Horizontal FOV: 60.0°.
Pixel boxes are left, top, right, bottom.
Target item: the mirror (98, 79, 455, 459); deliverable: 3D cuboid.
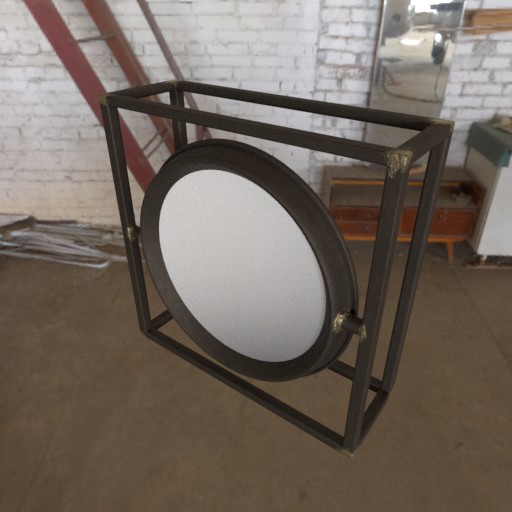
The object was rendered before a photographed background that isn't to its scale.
[{"bbox_3d":[0.000,0.000,0.463,0.306,0.303,0.107,21,37,31],"label":"mirror"}]
